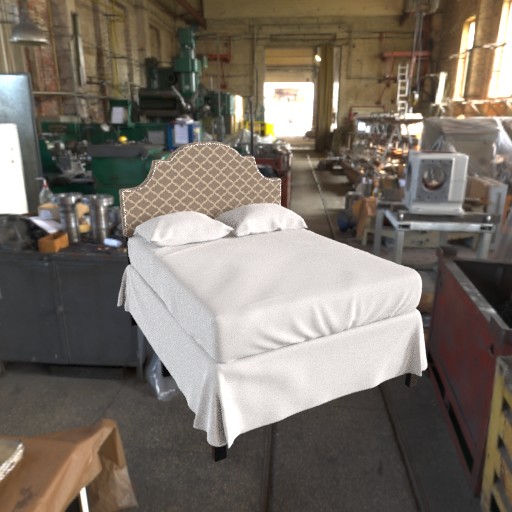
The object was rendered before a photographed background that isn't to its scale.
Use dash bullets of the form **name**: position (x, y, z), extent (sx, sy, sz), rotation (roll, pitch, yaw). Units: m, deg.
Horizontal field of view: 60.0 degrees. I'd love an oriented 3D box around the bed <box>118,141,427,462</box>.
- **bed**: position (0.000, 0.000, 3.431), extent (1.780, 1.633, 2.222), rotation (-9, 20, -27)
